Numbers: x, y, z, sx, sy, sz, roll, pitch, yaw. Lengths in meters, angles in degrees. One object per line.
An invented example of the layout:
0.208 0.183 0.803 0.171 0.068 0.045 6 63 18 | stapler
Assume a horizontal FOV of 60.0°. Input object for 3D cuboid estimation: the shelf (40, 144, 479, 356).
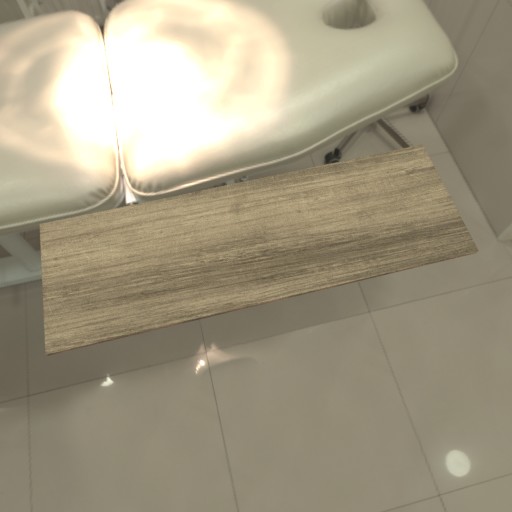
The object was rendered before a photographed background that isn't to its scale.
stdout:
0.000 0.000 0.701 0.610 0.125 0.200 -13 65 -6 | shelf
